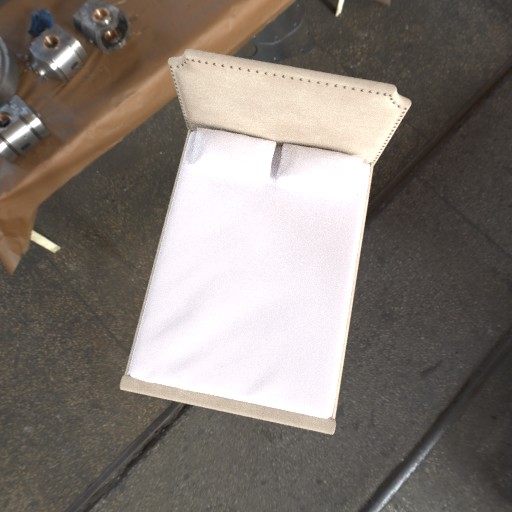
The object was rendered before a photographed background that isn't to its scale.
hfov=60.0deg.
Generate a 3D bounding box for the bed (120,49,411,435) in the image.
[{"bbox_3d":[0.000,0.000,3.387,1.712,1.443,2.372,11,77,3],"label":"bed"}]
